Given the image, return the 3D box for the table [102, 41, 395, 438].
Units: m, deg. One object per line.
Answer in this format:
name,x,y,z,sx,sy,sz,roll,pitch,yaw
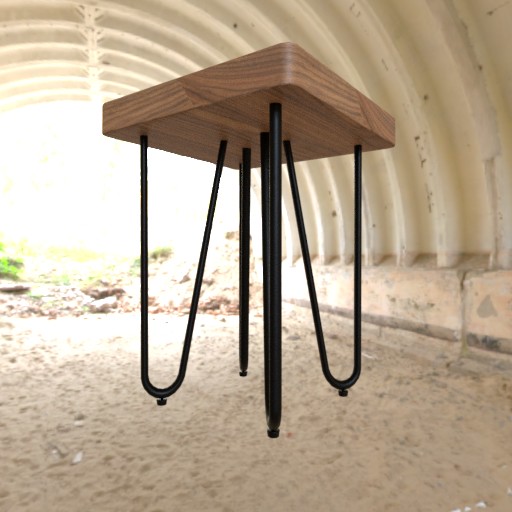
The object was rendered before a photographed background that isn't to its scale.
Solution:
table,0.000,0.000,0.989,0.479,0.641,0.480,0,0,36
